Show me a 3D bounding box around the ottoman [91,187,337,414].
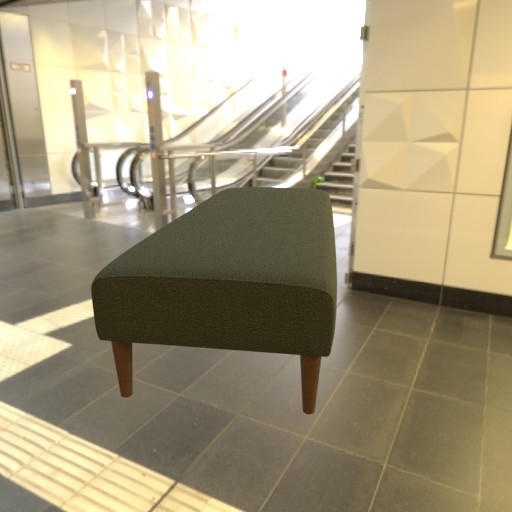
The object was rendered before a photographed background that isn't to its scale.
[{"bbox_3d":[0.000,0.000,1.873,0.646,0.393,1.609,2,17,8],"label":"ottoman"}]
